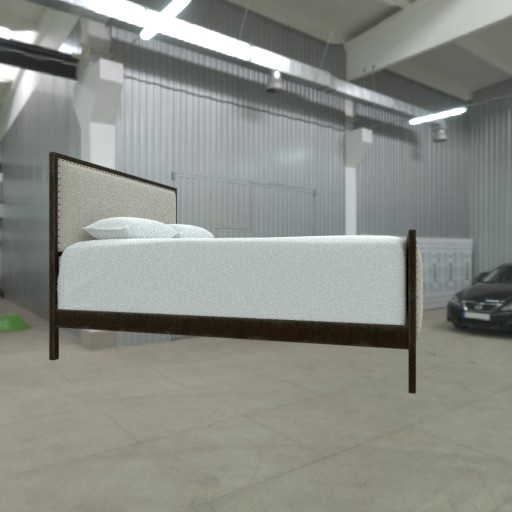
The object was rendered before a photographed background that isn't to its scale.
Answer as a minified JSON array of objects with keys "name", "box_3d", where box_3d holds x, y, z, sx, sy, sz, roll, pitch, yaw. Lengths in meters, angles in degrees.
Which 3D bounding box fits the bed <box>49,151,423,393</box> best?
[{"name":"bed","box_3d":[0.000,0.000,3.211,2.221,1.313,1.607,0,0,18]}]
